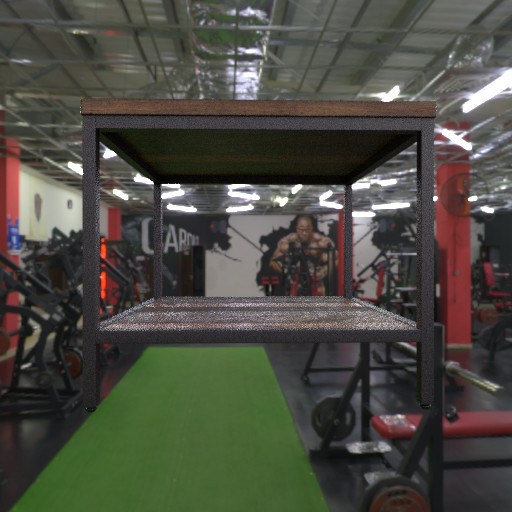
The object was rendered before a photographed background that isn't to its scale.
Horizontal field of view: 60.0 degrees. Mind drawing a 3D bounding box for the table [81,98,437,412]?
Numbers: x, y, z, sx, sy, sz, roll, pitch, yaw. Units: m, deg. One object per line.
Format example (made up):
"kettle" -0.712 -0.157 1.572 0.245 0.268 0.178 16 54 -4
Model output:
"table" 0.000 0.000 0.957 0.548 0.482 0.553 0 0 -1
